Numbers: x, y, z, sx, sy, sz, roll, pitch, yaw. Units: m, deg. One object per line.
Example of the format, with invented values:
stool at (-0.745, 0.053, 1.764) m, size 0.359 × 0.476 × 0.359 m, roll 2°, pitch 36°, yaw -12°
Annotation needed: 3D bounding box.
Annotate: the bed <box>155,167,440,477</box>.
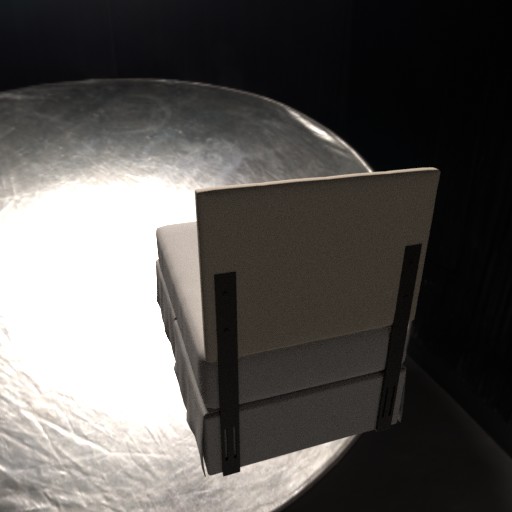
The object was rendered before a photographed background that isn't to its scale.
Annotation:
bed at (0.000, 0.000, 3.028) m, size 1.261 × 1.571 × 1.997 m, roll -8°, pitch 26°, yaw -17°
